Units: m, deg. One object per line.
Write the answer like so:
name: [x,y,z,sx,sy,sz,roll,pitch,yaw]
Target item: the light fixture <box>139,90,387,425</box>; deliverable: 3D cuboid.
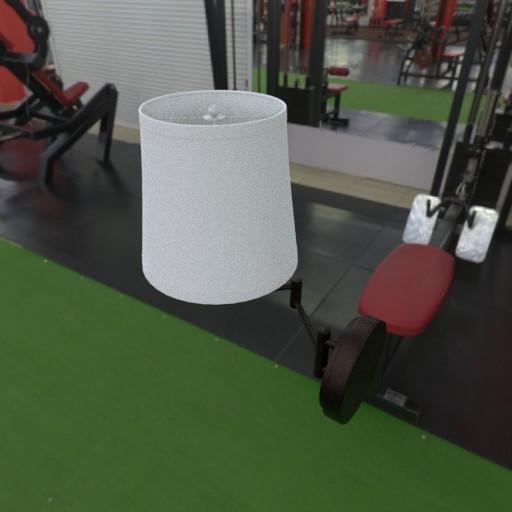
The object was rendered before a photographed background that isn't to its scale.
light fixture: [0.000,0.000,0.271,0.157,0.172,0.100,20,37,29]
